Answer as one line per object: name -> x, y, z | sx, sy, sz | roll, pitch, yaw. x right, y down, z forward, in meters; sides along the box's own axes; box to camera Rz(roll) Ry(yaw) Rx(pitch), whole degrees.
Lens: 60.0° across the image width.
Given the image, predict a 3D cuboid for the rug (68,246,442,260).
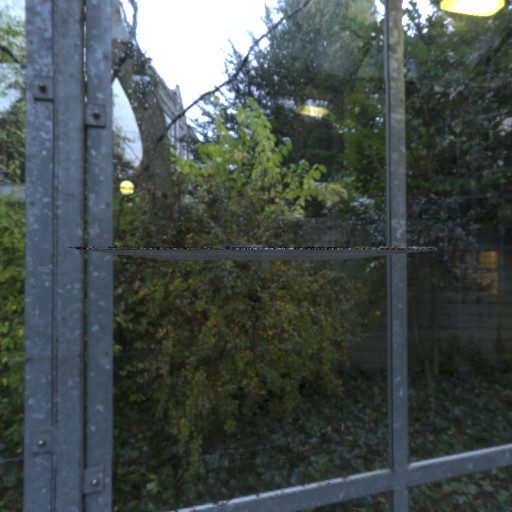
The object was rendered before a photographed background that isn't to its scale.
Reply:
rug -> 0.000, 0.000, 2.309 | 1.217, 0.012, 1.848 | 0, -2, 0
